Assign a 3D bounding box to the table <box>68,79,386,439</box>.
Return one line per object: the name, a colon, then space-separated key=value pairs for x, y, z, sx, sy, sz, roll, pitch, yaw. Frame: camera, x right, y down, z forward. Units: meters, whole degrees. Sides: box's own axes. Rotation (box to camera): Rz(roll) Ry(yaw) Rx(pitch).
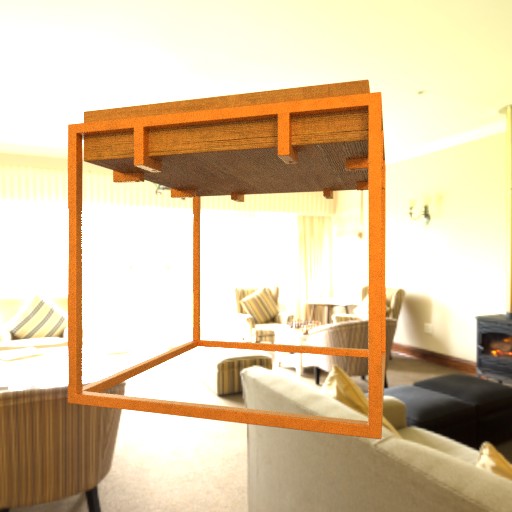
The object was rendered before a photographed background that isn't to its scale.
table: x=0.000 y=0.000 z=1.079 sx=0.599 sy=0.584 sz=0.599 roll=0 pitch=0 yaw=17
